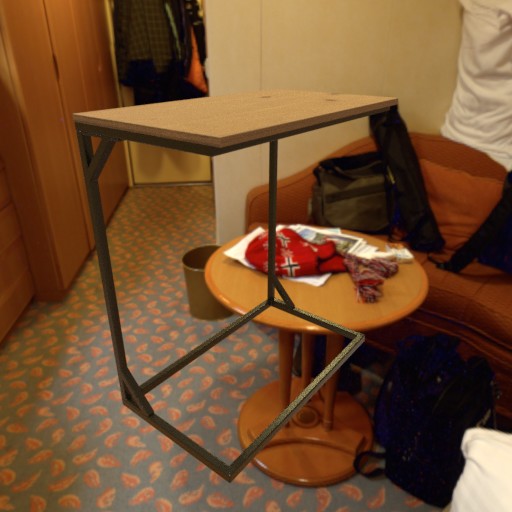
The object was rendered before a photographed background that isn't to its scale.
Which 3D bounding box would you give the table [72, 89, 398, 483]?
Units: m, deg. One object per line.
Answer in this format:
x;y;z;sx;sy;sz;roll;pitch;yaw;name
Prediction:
0.000;0.000;1.035;0.351;0.673;0.597;19;31;34;table
